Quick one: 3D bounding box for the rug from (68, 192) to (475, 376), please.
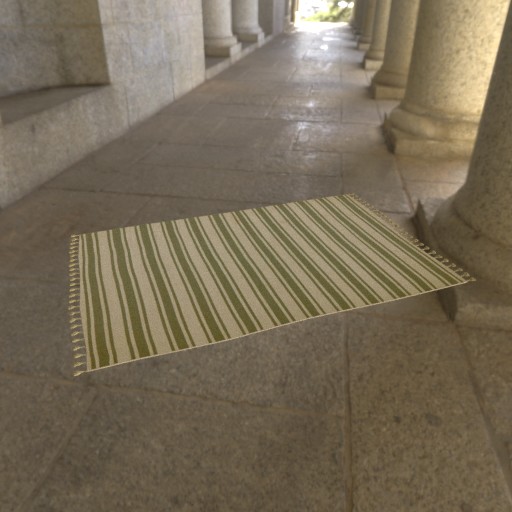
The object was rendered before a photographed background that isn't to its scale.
[{"bbox_3d":[0.000,0.000,2.354,1.875,0.013,1.162,-10,32,-17],"label":"rug"}]
